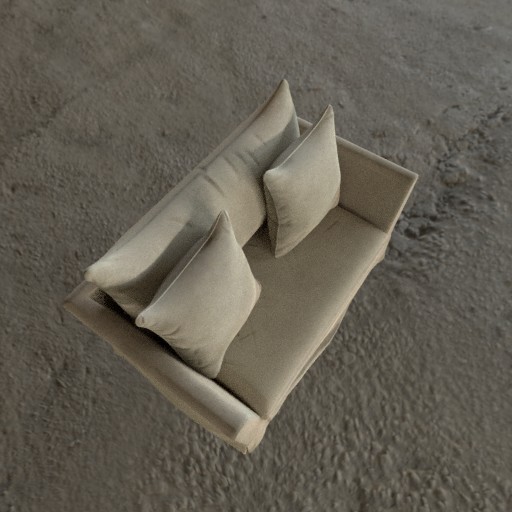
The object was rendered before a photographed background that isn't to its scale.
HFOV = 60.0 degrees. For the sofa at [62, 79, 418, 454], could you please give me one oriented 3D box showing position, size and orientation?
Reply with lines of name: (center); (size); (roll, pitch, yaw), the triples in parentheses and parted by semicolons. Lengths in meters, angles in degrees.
sofa: (0.000, 0.000, 2.311); (1.035, 1.040, 1.608); (32, 64, 18)
